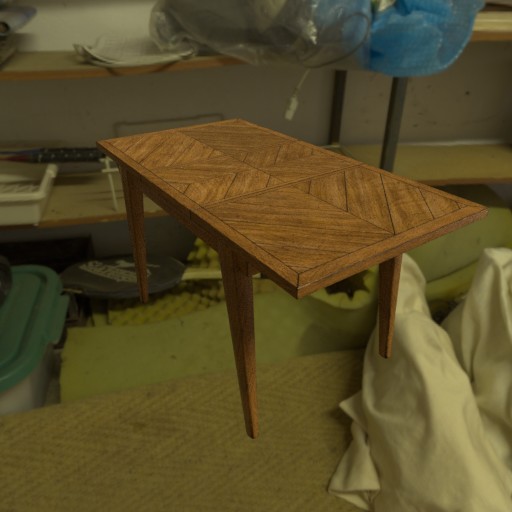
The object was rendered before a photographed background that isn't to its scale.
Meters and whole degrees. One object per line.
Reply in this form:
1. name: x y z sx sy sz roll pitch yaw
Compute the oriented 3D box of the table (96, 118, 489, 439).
1. table: 0.000 0.000 1.851 0.757 0.760 1.400 -20 36 -30
